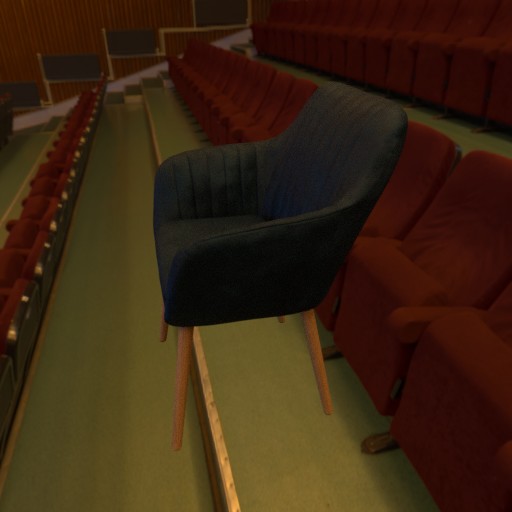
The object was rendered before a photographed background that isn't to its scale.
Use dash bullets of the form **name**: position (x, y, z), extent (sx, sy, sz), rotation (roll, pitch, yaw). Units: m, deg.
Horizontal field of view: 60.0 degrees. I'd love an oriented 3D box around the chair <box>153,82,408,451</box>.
- **chair**: position (0.000, 0.000, 1.201), extent (0.573, 0.826, 0.578), rotation (-8, 30, -13)
